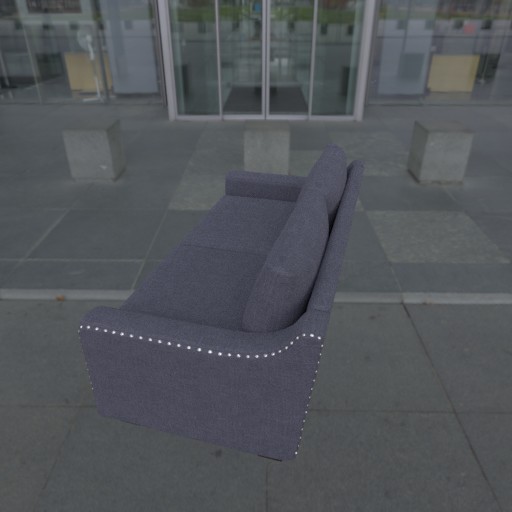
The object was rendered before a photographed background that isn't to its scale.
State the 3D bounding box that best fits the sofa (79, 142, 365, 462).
[{"bbox_3d":[0.000,0.000,3.316,1.336,1.196,2.550,8,31,14],"label":"sofa"}]
